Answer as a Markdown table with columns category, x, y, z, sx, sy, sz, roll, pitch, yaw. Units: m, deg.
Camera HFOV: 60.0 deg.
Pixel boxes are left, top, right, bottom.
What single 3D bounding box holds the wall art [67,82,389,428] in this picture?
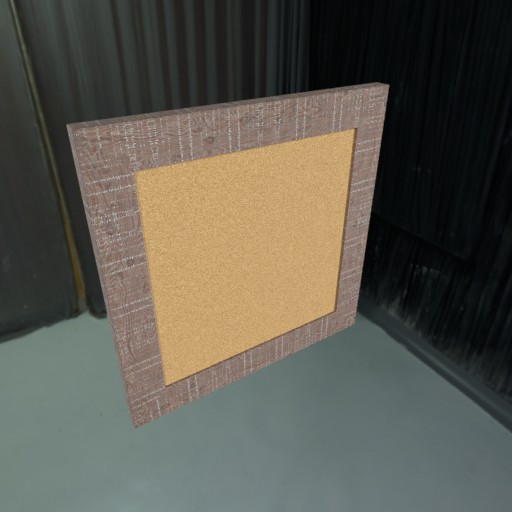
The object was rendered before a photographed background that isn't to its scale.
| category | x | y | z | sx | sy | sz | roll | pitch | yaw |
| --- | --- | --- | --- | --- | --- | --- | --- | --- | --- |
| wall art | 0.000 | 0.000 | 0.788 | 0.531 | 0.531 | 0.029 | -18 | 35 | -28 |
